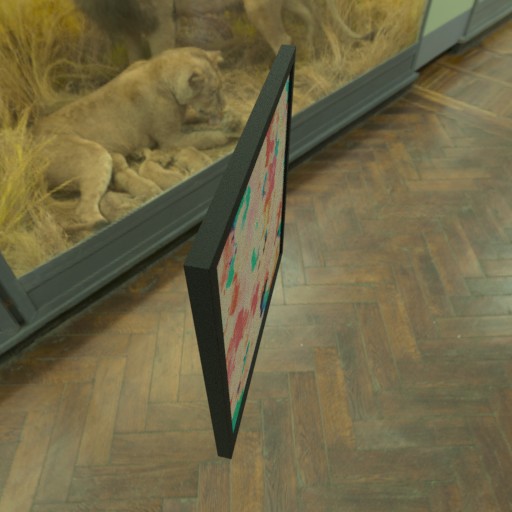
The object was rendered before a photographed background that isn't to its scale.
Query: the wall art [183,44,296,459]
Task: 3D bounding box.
[{"bbox_3d":[0.000,0.000,0.457,0.015,0.304,0.306,9,48,8],"label":"wall art"}]
